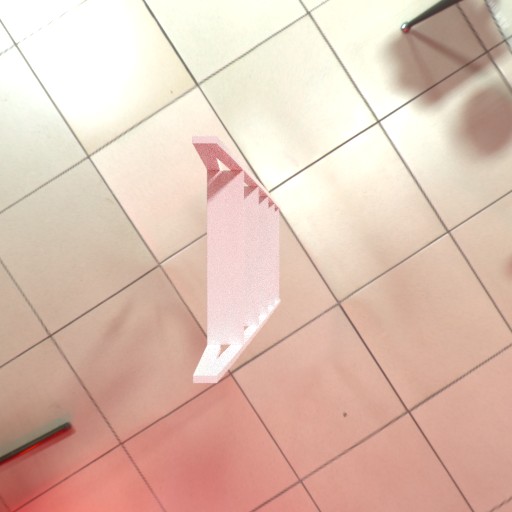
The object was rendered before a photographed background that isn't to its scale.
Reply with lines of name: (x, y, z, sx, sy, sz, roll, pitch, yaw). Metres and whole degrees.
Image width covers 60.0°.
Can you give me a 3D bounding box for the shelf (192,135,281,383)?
shelf: (0.000, 0.000, 2.019, 0.341, 1.779, 0.636, 0, 91, -1)
